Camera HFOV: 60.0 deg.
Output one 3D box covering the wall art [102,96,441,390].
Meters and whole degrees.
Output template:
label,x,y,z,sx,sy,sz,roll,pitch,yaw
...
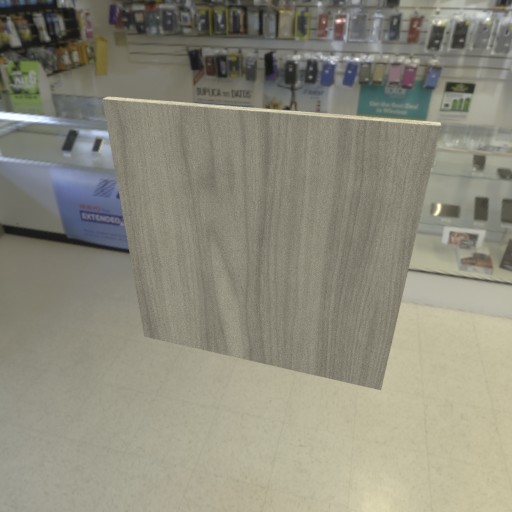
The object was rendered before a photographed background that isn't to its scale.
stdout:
label,x,y,z,sx,sy,sz,roll,pitch,yaw
wall art,0.000,0.000,0.782,0.508,0.507,0.016,9,34,14
